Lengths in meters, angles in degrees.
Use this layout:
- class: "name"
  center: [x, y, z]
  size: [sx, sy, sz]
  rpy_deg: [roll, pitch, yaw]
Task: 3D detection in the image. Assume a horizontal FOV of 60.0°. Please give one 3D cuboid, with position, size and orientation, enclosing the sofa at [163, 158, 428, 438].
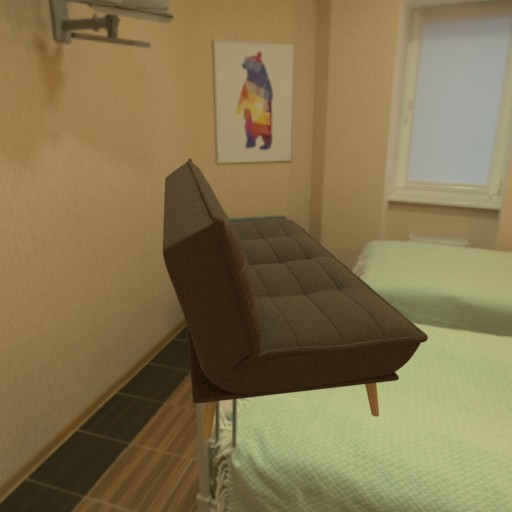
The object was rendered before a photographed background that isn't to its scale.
- class: "sofa"
  center: [0.000, 0.000, 2.437]
  size: [0.950, 0.890, 1.940]
  rpy_deg: [-3, 18, -10]
